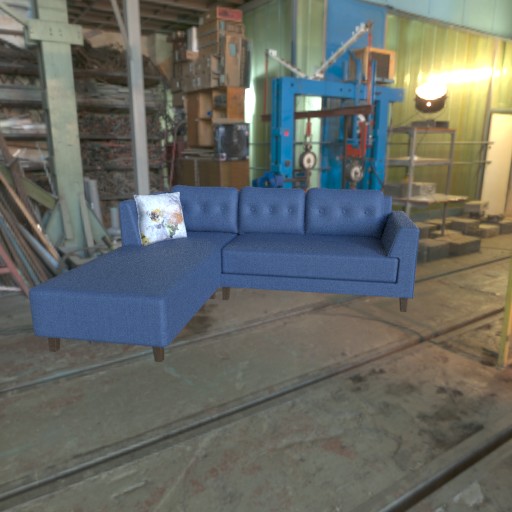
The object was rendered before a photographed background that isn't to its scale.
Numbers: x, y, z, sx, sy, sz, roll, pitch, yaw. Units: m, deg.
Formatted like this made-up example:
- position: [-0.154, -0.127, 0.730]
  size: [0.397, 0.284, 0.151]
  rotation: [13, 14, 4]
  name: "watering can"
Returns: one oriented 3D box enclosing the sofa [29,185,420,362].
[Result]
- position: [0.000, 0.000, 2.997]
  size: [2.120, 0.787, 1.829]
  rotation: [3, 15, 11]
  name: "sofa"
